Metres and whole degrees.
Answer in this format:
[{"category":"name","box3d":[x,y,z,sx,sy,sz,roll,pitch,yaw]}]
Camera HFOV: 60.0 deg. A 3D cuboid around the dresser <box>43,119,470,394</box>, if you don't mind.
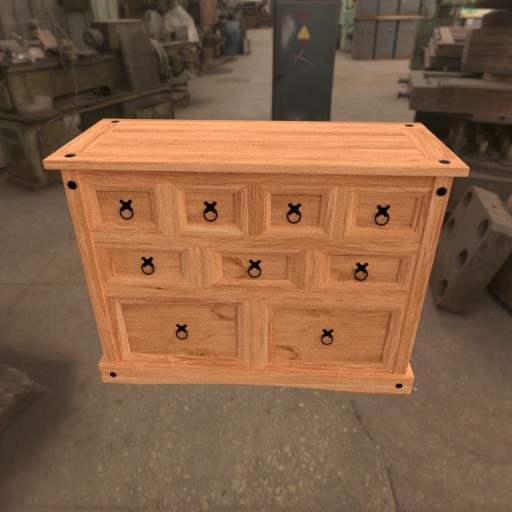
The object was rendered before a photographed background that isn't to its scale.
[{"category":"dresser","box3d":[0.000,0.000,1.386,0.990,0.740,0.410,2,30,3]}]
